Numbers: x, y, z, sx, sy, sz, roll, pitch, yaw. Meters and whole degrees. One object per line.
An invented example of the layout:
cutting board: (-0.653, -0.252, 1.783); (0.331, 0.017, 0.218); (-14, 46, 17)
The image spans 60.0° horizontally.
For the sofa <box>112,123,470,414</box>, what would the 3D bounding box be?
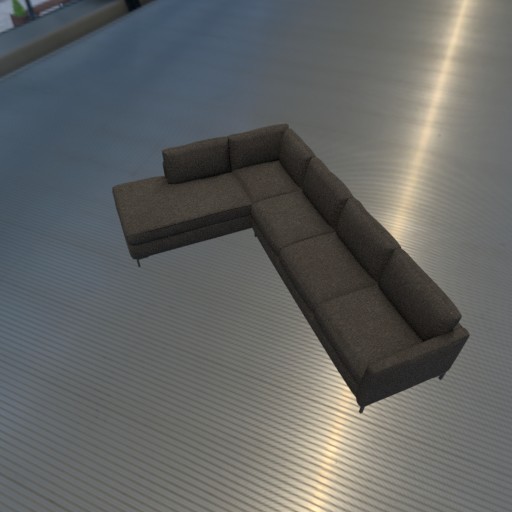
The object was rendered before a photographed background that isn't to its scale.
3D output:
sofa: (0.000, 0.000, 3.844); (2.007, 0.815, 2.949); (-17, 48, -16)
